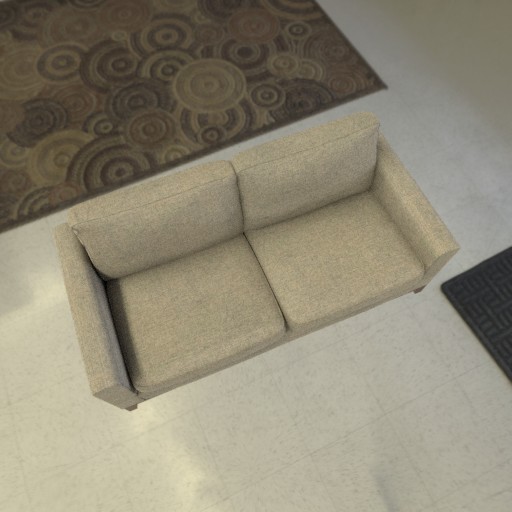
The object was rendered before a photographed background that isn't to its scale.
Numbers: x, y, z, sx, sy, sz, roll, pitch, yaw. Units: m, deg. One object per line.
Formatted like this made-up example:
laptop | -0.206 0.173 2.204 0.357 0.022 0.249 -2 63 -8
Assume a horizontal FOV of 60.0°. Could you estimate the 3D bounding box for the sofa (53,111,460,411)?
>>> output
sofa | 0.000 0.000 2.476 1.978 0.892 0.969 -20 66 -10
